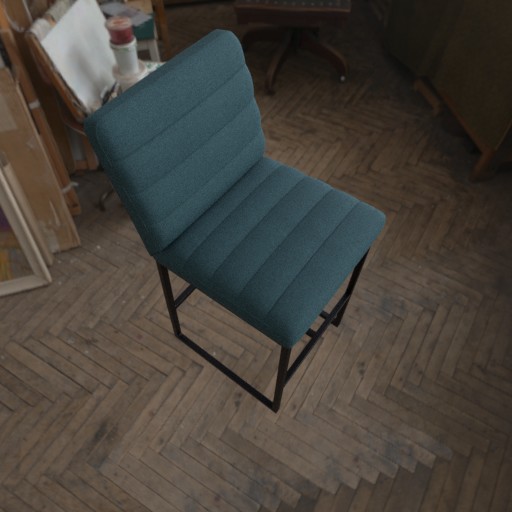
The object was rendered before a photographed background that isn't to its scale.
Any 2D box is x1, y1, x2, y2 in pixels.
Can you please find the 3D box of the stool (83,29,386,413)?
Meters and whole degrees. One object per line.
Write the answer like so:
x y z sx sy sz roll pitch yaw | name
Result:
0.000 0.000 1.324 0.560 1.040 0.460 32 62 20 | stool
